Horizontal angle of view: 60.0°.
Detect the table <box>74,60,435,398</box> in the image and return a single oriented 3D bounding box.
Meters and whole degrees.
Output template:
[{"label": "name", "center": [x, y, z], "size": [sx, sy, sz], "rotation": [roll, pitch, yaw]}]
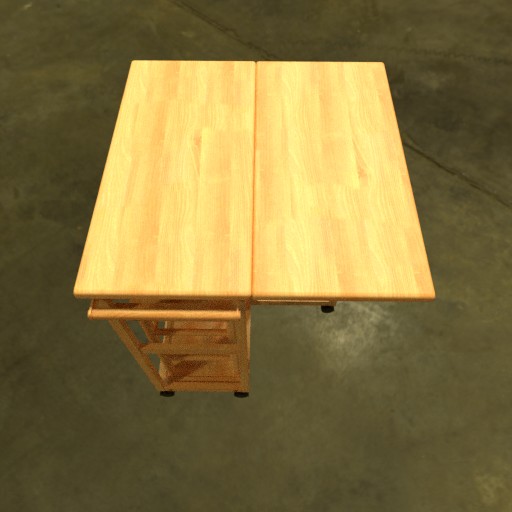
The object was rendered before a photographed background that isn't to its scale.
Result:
[{"label": "table", "center": [0.000, 0.000, 1.374], "size": [0.693, 0.832, 0.752], "rotation": [1, 58, 0]}]
